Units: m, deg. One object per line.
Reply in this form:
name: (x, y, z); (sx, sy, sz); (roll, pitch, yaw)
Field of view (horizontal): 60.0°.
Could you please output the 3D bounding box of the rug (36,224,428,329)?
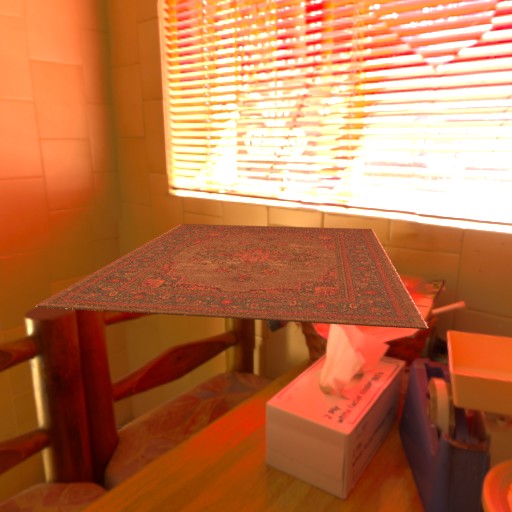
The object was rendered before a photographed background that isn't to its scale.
rug: (0.000, 0.000, 4.149); (2.434, 0.013, 3.057); (2, 14, 8)
